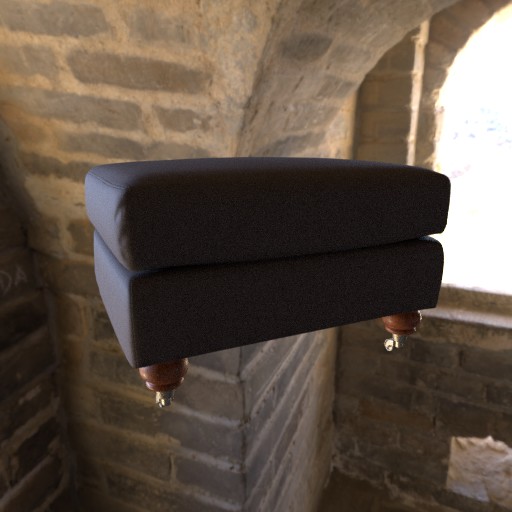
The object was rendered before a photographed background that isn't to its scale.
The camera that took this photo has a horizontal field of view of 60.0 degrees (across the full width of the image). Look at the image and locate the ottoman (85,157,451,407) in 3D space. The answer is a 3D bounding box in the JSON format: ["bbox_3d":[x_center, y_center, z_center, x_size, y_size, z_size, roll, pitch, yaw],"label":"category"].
[{"bbox_3d":[0.000,0.000,1.144,0.773,0.497,0.574,-7,16,-24],"label":"ottoman"}]
